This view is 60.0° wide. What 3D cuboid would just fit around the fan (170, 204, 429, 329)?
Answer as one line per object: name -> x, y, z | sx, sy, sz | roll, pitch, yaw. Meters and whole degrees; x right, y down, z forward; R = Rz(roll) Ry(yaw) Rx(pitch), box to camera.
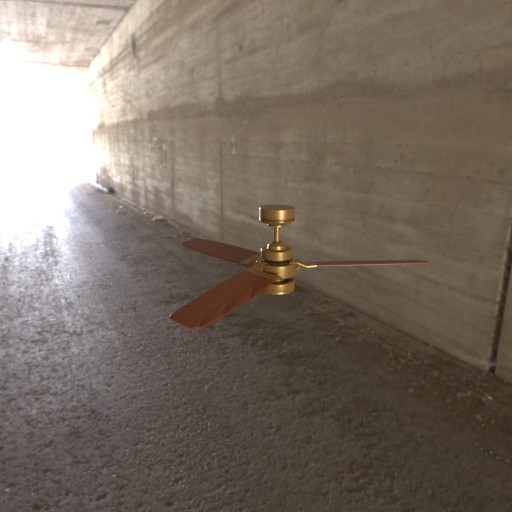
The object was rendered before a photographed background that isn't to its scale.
fan -> 0.000, 0.000, 2.086 | 1.416, 0.425, 1.271 | 8, 17, 26
